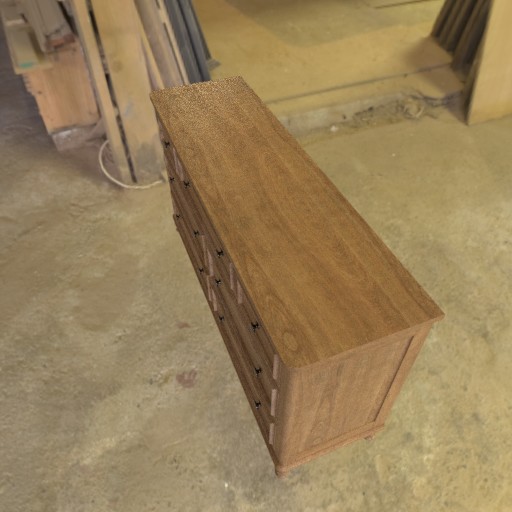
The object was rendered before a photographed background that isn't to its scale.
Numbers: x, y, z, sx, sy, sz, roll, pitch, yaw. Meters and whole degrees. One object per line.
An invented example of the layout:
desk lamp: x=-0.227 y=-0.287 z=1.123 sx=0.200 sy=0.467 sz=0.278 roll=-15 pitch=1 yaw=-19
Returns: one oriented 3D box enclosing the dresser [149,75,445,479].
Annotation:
dresser: x=0.000 y=0.000 z=1.968 sx=0.468 sy=0.892 sz=1.583 roll=-16 pitch=48 yaw=-15
